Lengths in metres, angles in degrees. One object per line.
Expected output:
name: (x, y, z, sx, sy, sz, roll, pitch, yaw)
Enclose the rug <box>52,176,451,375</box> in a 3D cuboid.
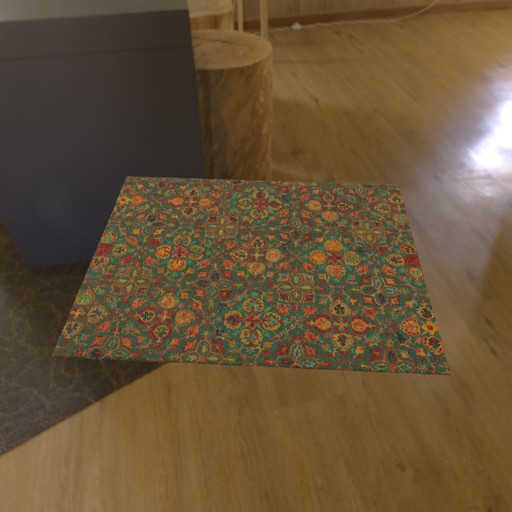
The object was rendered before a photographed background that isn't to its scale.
rug: (0.000, 0.000, 4.383, 3.204, 0.025, 2.434, 2, 47, 2)
